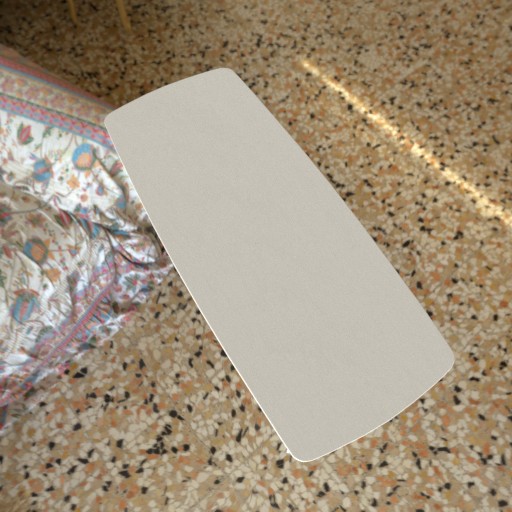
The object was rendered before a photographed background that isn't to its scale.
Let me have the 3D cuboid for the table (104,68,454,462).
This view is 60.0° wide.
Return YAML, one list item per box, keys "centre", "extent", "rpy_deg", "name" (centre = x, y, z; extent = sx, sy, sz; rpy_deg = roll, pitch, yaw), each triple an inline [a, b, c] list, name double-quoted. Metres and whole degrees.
- centre: [0.000, 0.000, 1.580]
  extent: [0.561, 0.474, 1.334]
  rpy_deg: [-28, 67, -13]
  name: "table"
